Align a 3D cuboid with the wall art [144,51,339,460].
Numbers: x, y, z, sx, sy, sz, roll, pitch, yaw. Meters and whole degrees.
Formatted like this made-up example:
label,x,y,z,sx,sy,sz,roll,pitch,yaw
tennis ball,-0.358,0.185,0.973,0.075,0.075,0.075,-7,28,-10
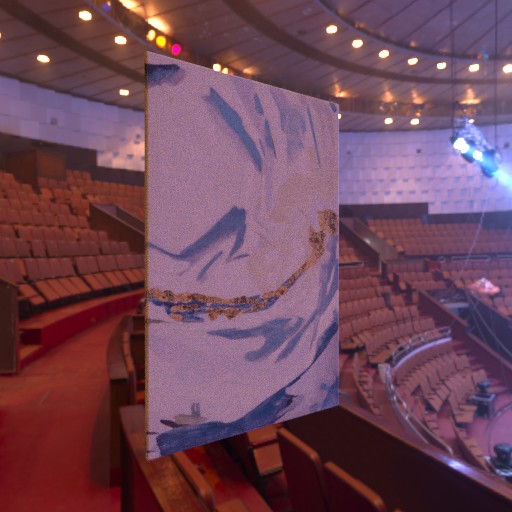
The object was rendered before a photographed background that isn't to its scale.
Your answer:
label,x,y,z,sx,sy,sz,roll,pitch,yaw
wall art,0.000,0.000,1.170,0.610,0.914,0.016,0,1,-36
